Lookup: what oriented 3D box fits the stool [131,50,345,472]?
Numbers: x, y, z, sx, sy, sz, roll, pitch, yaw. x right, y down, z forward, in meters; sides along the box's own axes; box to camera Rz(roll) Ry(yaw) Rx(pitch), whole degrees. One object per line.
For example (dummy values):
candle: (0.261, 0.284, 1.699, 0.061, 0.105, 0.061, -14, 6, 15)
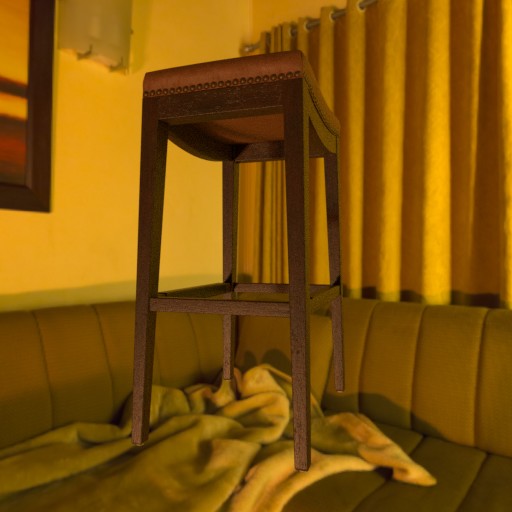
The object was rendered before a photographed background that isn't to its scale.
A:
stool: (0.000, 0.000, 1.065, 0.361, 0.759, 0.500, 0, 0, 19)
